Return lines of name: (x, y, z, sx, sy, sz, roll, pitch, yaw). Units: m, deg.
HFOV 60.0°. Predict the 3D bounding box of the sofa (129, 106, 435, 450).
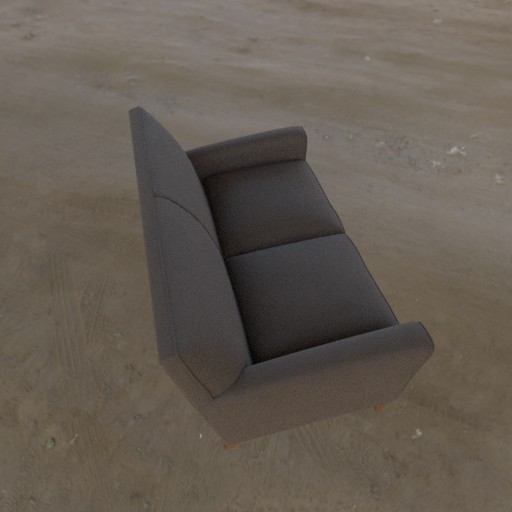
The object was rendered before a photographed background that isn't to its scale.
sofa: (0.000, 0.000, 1.972, 0.871, 0.846, 1.420, -11, 48, -10)
